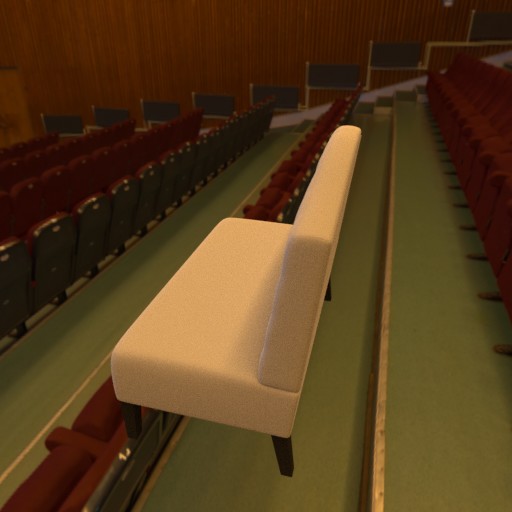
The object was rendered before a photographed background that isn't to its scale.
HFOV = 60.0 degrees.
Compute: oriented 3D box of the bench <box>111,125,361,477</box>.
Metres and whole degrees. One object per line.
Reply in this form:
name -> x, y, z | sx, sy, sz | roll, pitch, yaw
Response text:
bench -> 0.000, 0.000, 2.055 | 0.815, 1.180, 1.335 | 7, 29, 13
